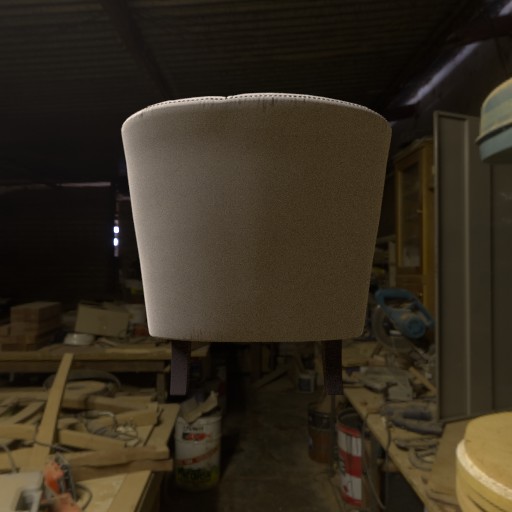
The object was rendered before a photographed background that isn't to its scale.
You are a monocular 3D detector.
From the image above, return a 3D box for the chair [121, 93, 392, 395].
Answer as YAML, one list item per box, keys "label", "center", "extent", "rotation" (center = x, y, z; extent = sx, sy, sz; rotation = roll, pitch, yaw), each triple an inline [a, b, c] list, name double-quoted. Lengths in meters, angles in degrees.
- label: "chair"
  center: [0.000, 0.000, 1.609]
  extent: [0.848, 0.868, 0.906]
  rotation: [0, -1, -1]
